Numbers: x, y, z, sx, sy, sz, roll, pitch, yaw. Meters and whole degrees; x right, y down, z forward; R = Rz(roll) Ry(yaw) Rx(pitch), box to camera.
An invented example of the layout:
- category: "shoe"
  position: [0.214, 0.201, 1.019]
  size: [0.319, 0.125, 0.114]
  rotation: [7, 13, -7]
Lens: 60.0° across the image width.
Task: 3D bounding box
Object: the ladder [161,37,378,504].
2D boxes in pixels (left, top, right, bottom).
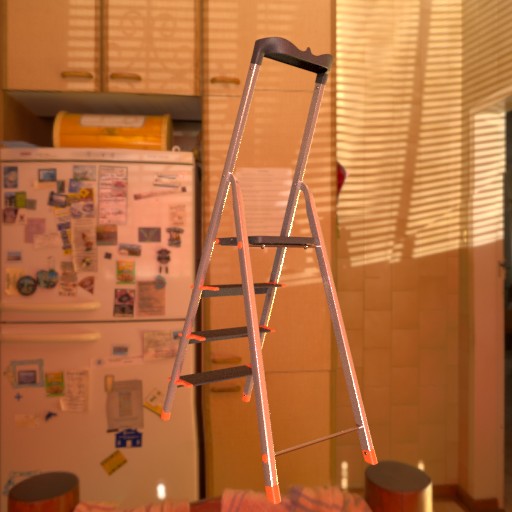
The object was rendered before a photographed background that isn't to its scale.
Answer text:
- category: "ladder"
  position: [0.000, 0.000, 1.742]
  size: [0.452, 1.429, 0.834]
  rotation: [0, 0, -35]
